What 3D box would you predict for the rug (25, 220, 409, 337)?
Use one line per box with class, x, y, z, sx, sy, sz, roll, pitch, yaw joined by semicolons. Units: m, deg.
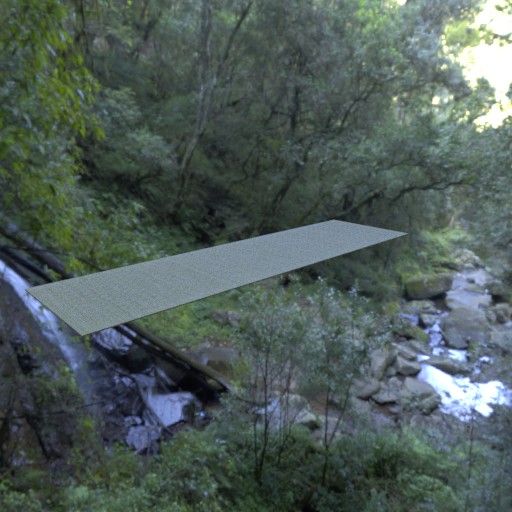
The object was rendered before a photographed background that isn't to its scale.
rug;0.000;0.000;2.712;2.437;0.006;0.686;-15;22;-41
